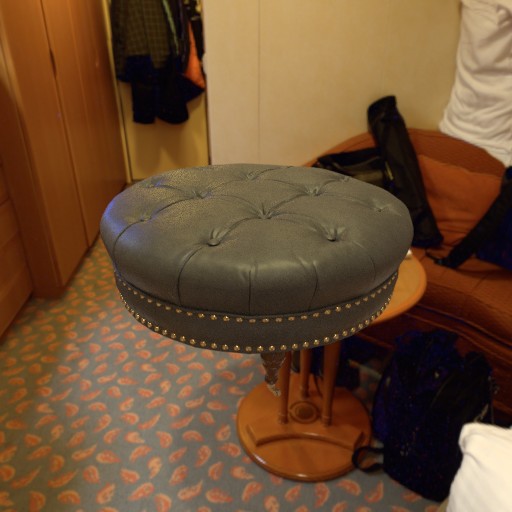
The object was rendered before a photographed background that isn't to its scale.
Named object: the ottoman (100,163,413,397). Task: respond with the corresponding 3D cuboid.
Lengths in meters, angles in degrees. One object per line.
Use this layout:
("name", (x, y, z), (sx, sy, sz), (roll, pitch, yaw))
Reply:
("ottoman", (0.000, 0.000, 1.390), (0.901, 0.439, 0.901), (0, 26, 0))
